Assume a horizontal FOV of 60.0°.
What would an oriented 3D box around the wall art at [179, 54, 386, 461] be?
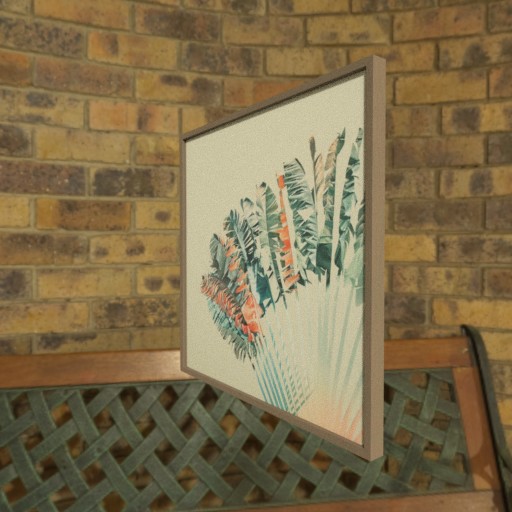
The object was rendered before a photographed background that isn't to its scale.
[{"bbox_3d":[0.000,0.000,1.139,0.038,0.758,0.761,-1,2,-37],"label":"wall art"}]
